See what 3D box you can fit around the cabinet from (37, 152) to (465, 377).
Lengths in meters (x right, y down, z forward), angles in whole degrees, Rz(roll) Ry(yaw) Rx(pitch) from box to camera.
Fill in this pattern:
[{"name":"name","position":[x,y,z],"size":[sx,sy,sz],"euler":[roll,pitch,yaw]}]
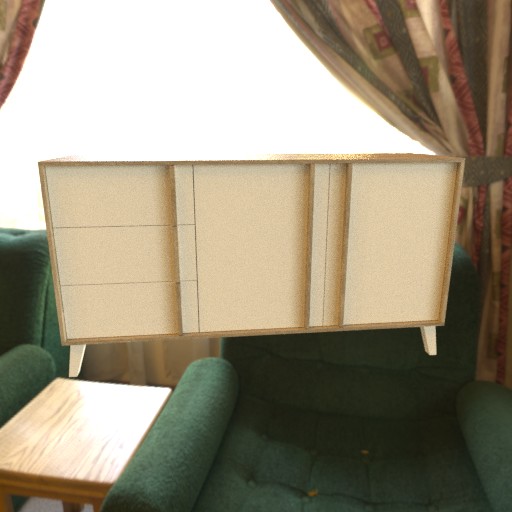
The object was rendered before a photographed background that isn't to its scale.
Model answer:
[{"name":"cabinet","position":[0.000,0.000,1.981],"size":[1.600,0.870,0.450],"euler":[-2,16,-7]}]
